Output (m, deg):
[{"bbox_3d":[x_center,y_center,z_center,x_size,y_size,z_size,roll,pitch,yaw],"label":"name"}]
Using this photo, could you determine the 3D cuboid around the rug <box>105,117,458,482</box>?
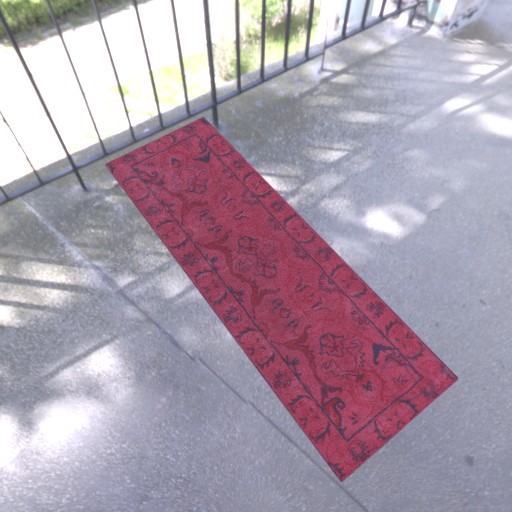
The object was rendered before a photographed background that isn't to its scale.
[{"bbox_3d":[0.000,0.000,2.678,0.813,0.018,2.439,-32,63,-18],"label":"rug"}]
